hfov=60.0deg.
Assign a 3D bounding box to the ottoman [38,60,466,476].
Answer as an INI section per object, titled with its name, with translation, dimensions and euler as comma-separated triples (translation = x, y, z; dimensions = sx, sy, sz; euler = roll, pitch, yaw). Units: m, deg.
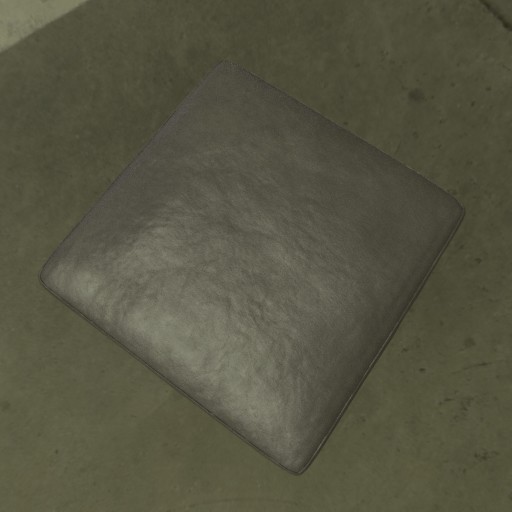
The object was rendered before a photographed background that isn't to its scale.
[ottoman]
translation = 0.000, 0.000, 1.291
dimensions = 0.844, 0.415, 0.836
euler = 34, 77, 9
